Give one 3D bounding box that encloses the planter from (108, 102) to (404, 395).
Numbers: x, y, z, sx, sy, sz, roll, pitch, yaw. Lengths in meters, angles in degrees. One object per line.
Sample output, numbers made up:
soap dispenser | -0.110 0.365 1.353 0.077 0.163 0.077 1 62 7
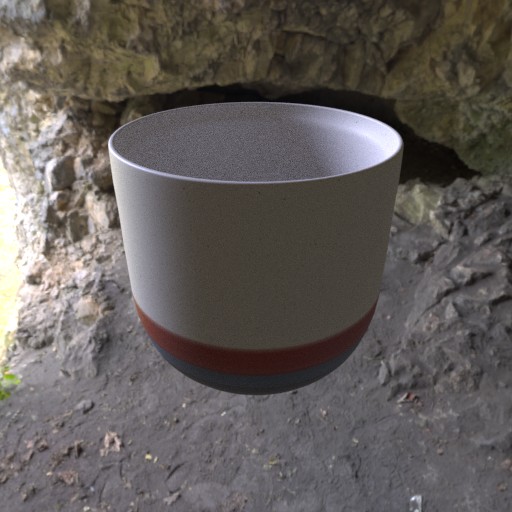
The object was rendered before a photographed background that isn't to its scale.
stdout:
planter | 0.000 0.000 0.482 0.268 0.270 0.268 0 30 0
